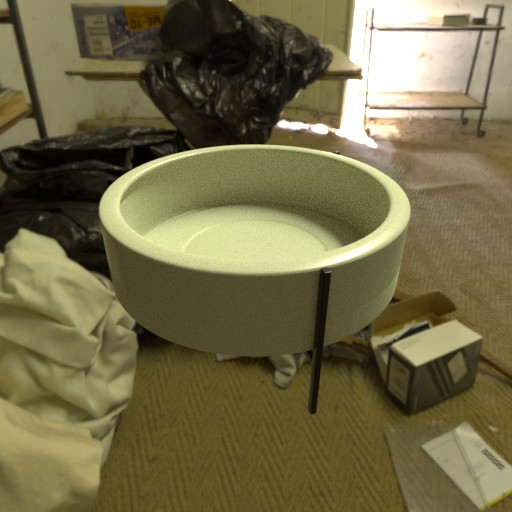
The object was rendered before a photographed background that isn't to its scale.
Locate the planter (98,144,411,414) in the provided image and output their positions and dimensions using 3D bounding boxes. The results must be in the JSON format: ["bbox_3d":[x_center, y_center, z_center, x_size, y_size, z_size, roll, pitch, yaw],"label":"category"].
[{"bbox_3d":[0.000,0.000,0.536,0.336,0.171,0.345,-10,33,-17],"label":"planter"}]
